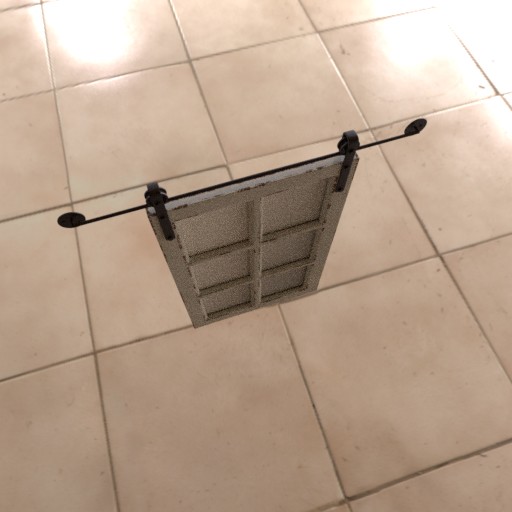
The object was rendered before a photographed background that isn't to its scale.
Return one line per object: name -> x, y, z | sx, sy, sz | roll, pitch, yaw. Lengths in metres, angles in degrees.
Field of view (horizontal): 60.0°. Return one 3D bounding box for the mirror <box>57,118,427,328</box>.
mirror -> 0.000, 0.000, 1.250 | 0.808, 0.844, 0.037 | -17, 65, -8
